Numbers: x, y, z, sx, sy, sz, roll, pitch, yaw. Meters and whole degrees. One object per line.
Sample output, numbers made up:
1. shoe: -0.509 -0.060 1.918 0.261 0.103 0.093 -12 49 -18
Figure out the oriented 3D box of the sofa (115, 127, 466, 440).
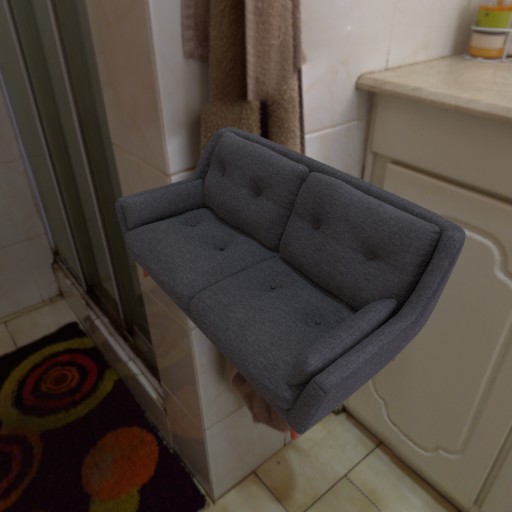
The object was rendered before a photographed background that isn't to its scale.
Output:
1. sofa: 0.000 0.000 2.483 0.975 0.896 1.929 -22 40 -30
